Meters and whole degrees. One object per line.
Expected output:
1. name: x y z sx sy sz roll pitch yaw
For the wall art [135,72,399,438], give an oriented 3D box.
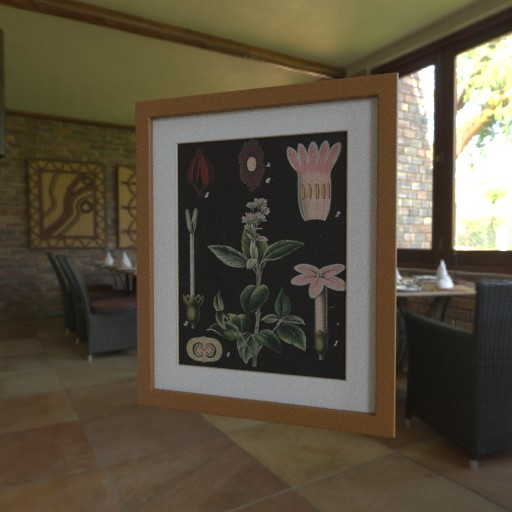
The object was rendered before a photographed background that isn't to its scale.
1. wall art: 0.000 0.000 0.743 0.449 0.550 0.021 1 2 18
